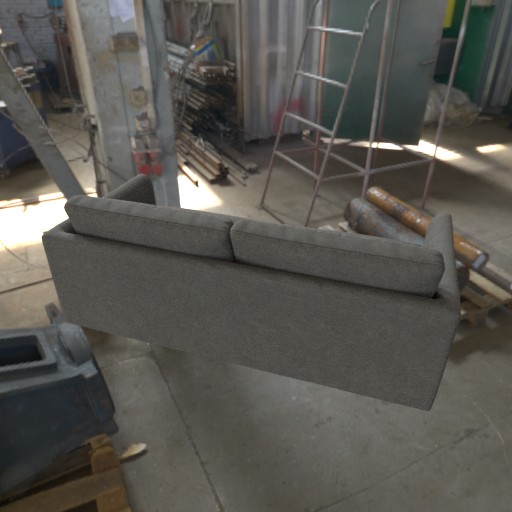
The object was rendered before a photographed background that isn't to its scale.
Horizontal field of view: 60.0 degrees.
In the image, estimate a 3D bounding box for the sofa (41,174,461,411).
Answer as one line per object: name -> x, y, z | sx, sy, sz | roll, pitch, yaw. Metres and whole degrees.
sofa -> 0.000, 0.000, 2.763 | 2.257, 0.838, 1.092 | 10, 32, 16
